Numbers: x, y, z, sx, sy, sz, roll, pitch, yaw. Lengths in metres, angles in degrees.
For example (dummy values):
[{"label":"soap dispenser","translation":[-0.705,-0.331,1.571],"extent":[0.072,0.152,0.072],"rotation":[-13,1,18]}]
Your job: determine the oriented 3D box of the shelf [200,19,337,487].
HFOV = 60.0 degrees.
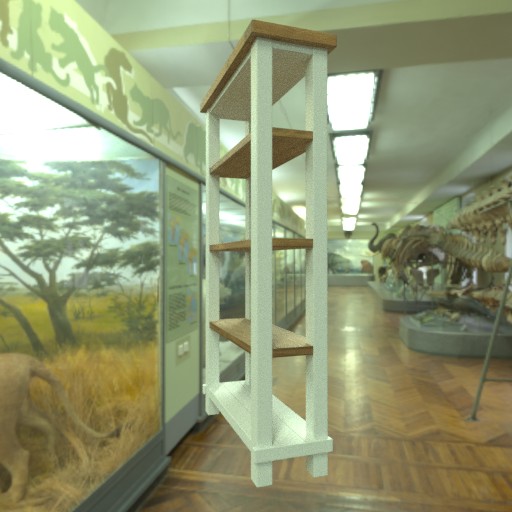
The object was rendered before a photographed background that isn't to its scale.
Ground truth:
[{"label":"shelf","translation":[0.000,0.000,2.301],"extent":[0.381,1.878,1.022],"rotation":[0,-1,-19]}]
